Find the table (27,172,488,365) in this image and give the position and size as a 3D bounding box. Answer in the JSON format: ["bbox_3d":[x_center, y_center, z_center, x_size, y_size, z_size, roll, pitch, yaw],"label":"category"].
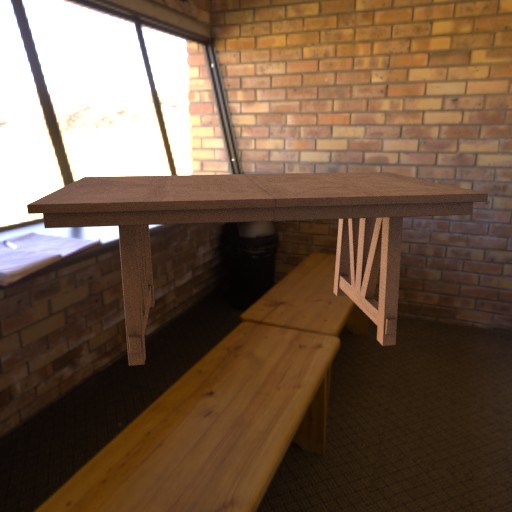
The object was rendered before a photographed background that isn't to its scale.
[{"bbox_3d":[0.000,0.000,2.371,1.881,0.768,1.016,-2,16,-9],"label":"table"}]
